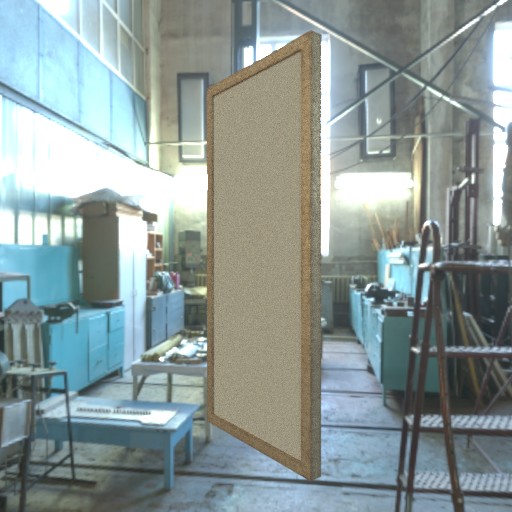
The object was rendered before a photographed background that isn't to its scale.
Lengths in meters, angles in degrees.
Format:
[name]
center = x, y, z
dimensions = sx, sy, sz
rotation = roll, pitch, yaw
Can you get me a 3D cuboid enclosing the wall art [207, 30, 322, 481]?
[wall art]
center = 0.000, 0.000, 1.707
dimensions = 0.051, 1.461, 0.648
rotation = 0, 1, -37
